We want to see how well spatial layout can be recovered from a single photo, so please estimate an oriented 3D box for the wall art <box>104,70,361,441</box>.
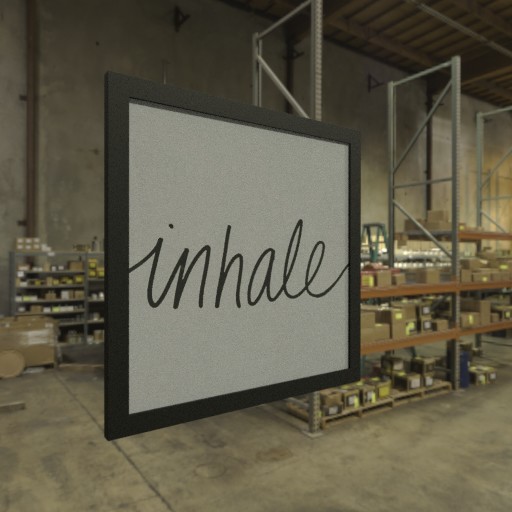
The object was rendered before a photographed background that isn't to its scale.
[{"bbox_3d":[0.000,0.000,0.532,0.356,0.356,0.013,0,0,-35],"label":"wall art"}]
